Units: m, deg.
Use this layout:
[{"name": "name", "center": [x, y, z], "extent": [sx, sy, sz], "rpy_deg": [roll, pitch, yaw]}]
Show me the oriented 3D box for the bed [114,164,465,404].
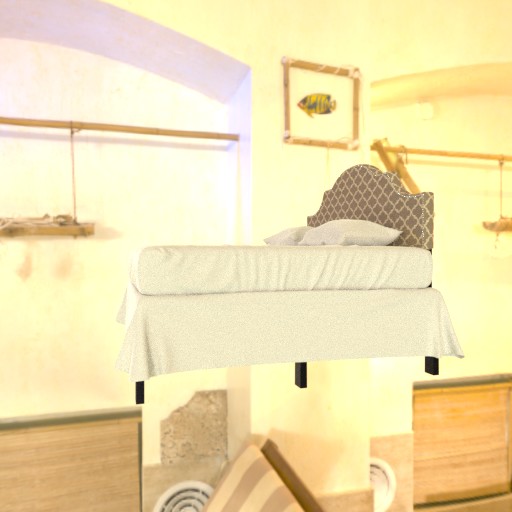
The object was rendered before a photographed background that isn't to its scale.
[{"name": "bed", "center": [0.000, 0.000, 3.651], "extent": [2.222, 1.601, 2.314], "rpy_deg": [0, 0, -17]}]
